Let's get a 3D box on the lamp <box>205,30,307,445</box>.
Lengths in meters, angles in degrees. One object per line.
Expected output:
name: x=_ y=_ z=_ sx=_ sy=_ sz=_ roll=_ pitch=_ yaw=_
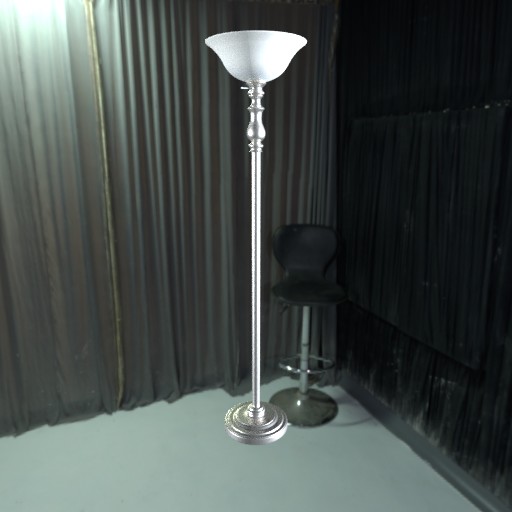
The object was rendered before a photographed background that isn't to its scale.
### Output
lamp: x=0.000 y=0.000 z=2.003 sx=0.405 sy=1.771 sz=0.405 roll=-7 pitch=16 yaw=-26
